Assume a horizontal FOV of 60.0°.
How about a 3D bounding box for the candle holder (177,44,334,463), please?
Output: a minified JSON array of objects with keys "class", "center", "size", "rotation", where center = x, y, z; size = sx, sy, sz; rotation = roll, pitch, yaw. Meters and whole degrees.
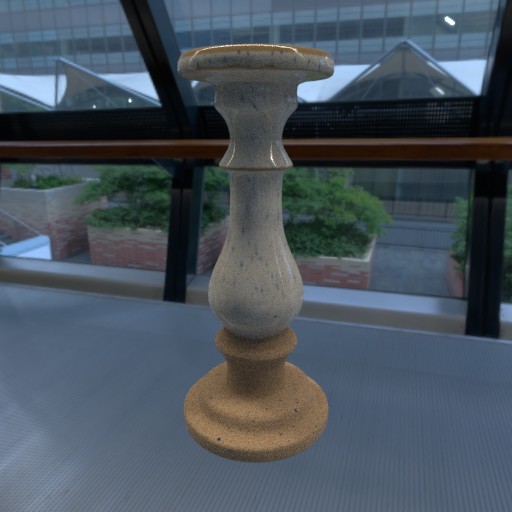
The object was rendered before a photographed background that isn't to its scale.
[{"class":"candle holder","center":[0.000,0.000,0.245],"size":[0.088,0.203,0.088],"rotation":[0,16,0]}]
